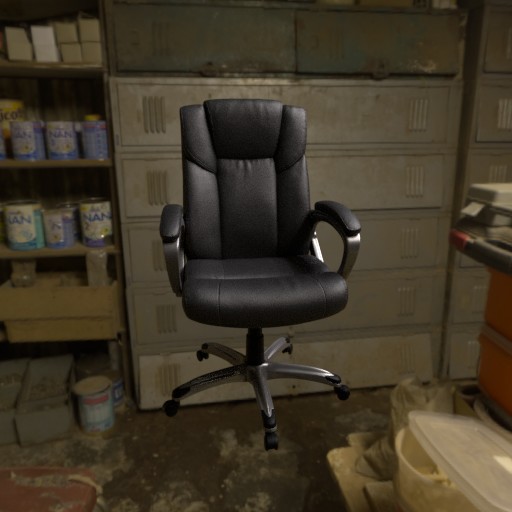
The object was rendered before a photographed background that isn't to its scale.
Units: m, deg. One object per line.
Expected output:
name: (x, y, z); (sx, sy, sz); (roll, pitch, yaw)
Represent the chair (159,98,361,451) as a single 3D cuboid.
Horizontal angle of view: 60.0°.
chair: (0.000, 0.000, 1.619); (0.721, 1.130, 0.719); (-2, 16, -7)
